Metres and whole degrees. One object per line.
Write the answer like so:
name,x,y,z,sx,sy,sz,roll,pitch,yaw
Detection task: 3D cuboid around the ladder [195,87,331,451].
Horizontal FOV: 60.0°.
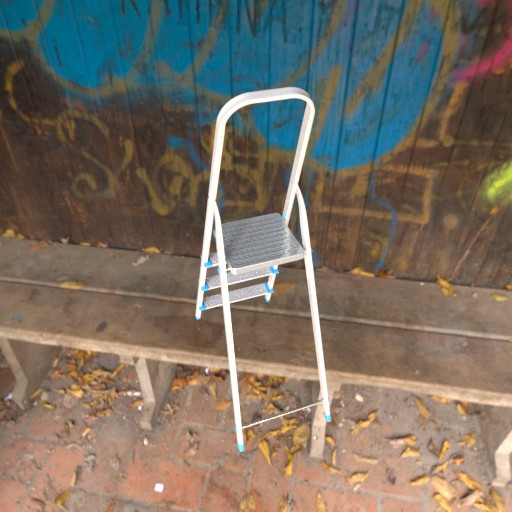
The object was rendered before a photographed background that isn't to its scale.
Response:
ladder,0.000,0.000,1.813,0.445,1.434,0.842,-13,42,-14
